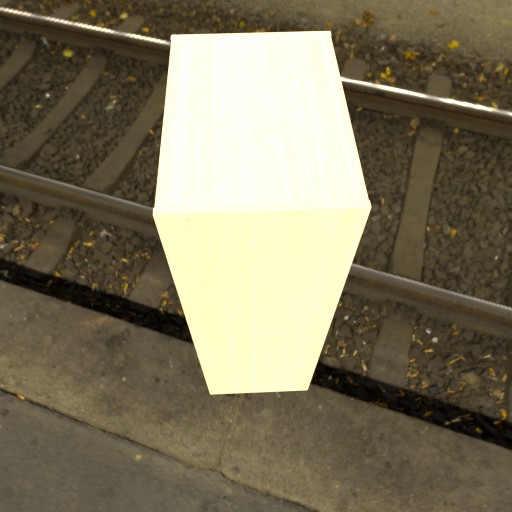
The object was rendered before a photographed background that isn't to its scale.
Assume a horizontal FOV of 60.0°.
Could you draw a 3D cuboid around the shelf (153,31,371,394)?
[{"bbox_3d":[0.000,0.000,1.073,0.292,0.876,0.417,-2,58,-1],"label":"shelf"}]
